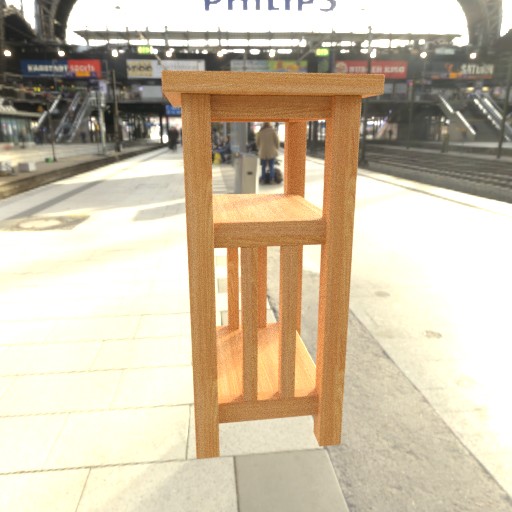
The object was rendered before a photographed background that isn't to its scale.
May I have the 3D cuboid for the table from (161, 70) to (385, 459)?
[{"bbox_3d":[0.000,0.000,0.766,0.270,0.550,0.350,-2,16,-8],"label":"table"}]
